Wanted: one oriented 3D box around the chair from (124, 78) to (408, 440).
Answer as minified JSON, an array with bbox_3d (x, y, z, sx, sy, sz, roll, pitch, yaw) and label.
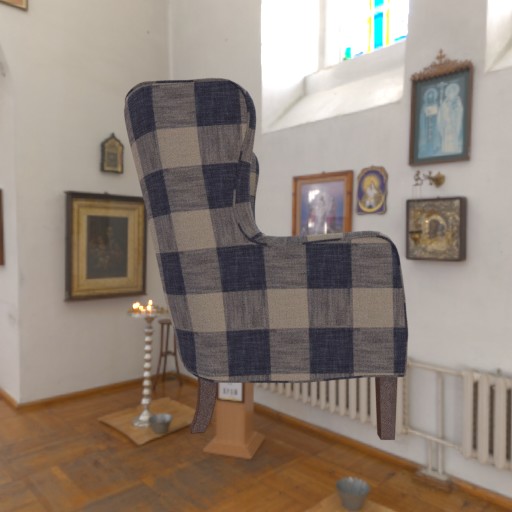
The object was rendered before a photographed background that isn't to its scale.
[{"bbox_3d":[0.000,0.000,1.651,0.889,1.041,0.830,0,0,1],"label":"chair"}]
